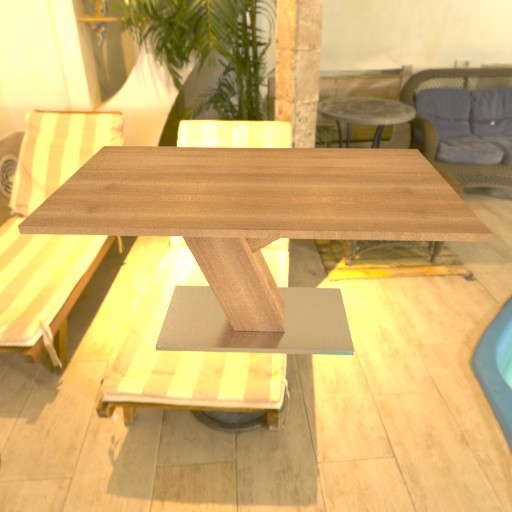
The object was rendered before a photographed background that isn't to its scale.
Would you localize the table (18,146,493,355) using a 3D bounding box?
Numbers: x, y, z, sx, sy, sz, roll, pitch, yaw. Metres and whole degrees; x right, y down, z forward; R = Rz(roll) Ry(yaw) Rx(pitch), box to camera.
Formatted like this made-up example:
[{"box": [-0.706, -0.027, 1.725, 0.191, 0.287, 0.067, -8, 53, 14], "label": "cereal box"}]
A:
[{"box": [0.000, 0.000, 2.069, 1.600, 0.750, 0.900, 1, 31, 2], "label": "table"}]
